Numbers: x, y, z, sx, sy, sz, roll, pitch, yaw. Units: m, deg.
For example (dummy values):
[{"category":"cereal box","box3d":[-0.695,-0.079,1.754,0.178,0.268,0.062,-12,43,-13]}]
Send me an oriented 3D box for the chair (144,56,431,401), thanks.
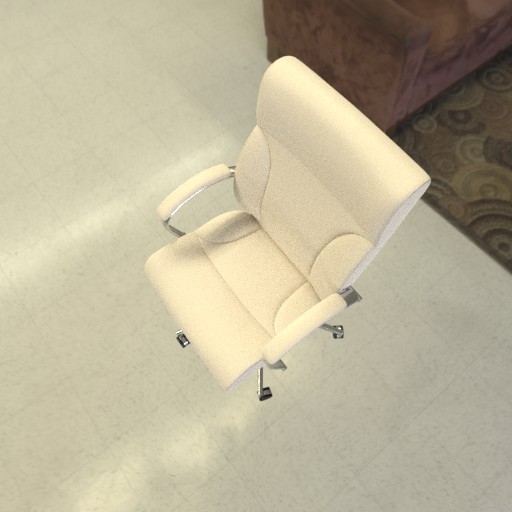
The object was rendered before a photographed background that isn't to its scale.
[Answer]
[{"category":"chair","box3d":[0.000,0.000,1.579,0.745,1.099,0.727,-33,67,-16]}]
